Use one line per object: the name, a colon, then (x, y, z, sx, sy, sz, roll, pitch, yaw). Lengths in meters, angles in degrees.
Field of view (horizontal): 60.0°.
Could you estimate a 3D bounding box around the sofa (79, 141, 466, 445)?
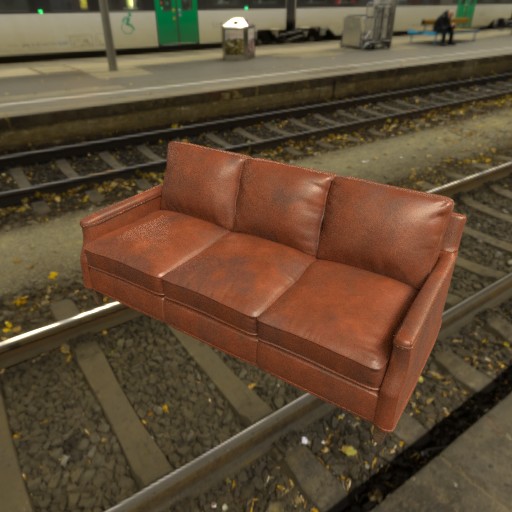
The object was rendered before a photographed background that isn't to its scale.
sofa: (0.000, 0.000, 2.811, 2.240, 1.003, 1.084, 19, 35, 28)
